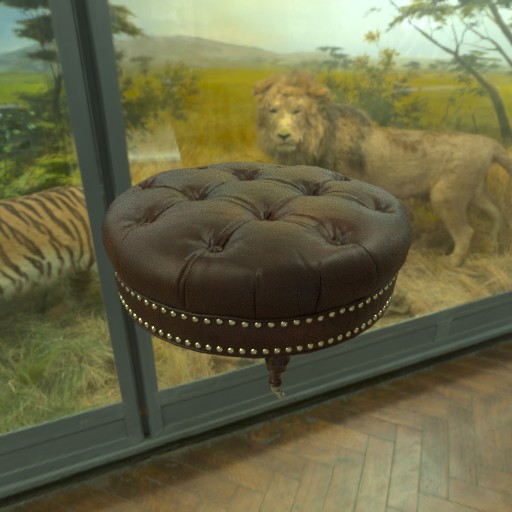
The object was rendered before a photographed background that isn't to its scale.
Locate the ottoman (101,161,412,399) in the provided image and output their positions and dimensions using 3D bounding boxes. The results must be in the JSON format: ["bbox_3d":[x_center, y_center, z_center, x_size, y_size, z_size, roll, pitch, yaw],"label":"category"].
[{"bbox_3d":[0.000,0.000,1.392,0.901,0.455,0.901,0,27,0],"label":"ottoman"}]
